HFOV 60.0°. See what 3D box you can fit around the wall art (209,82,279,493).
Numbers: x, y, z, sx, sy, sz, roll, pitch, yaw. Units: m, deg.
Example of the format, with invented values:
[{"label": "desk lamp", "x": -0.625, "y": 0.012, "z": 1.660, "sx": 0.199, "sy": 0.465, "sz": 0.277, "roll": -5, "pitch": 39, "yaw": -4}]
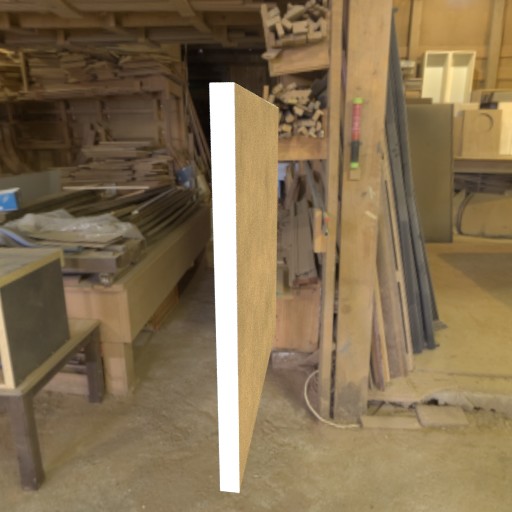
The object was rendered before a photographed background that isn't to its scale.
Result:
[{"label": "wall art", "x": 0.000, "y": 0.000, "z": 0.680, "sx": 0.023, "sy": 0.453, "sz": 0.455, "roll": 2, "pitch": 16, "yaw": 8}]
